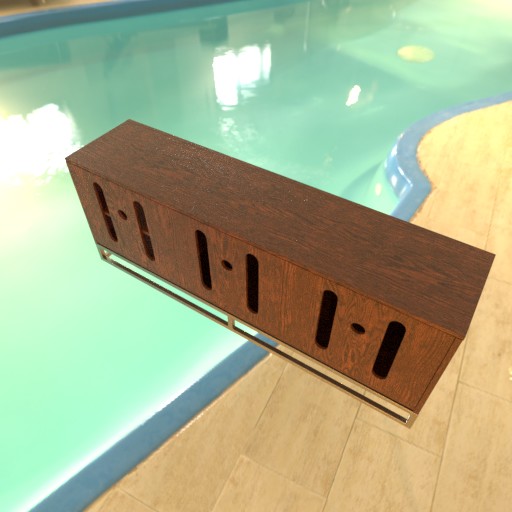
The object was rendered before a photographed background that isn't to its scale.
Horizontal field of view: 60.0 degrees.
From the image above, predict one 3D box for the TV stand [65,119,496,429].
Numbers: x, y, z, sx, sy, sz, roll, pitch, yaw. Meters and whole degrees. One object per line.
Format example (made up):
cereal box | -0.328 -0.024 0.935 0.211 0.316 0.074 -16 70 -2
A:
TV stand | 0.000 0.000 1.764 1.541 0.578 0.382 25 51 22
